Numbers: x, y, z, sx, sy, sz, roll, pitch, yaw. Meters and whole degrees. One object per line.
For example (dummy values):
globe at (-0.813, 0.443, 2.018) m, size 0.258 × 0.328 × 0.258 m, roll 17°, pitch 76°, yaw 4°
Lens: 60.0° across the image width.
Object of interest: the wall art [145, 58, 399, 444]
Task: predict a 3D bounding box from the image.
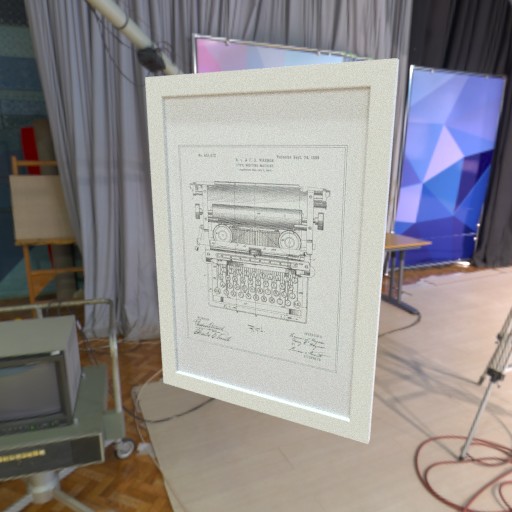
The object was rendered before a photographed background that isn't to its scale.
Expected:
wall art at (0.000, 0.000, 0.681) m, size 0.381 × 0.533 × 0.013 m, roll 7°, pitch 17°, yaw 26°
